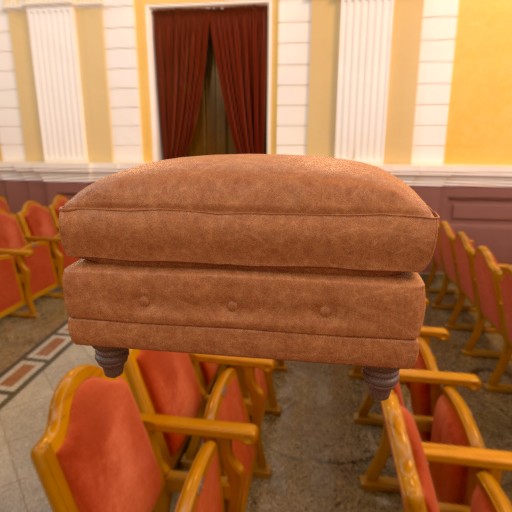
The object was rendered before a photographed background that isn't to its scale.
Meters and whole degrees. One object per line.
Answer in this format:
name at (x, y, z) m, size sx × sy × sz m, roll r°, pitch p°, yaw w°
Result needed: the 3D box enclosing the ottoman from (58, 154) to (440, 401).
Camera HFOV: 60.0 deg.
ottoman at (0.000, 0.000, 1.075) m, size 0.710 × 0.480 × 0.533 m, roll 2°, pitch 15°, yaw 8°
